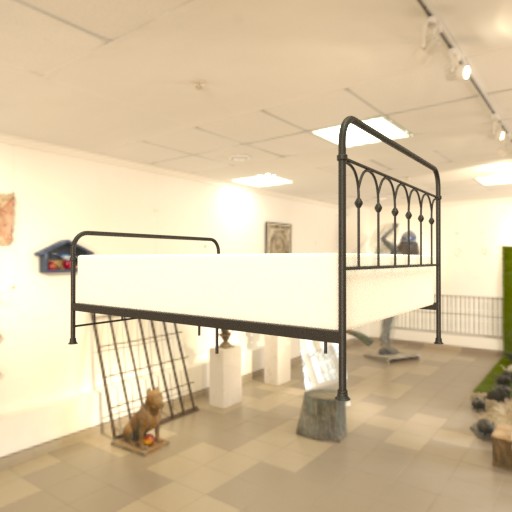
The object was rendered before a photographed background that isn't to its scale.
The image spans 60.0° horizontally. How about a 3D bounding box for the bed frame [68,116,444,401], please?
[{"bbox_3d":[0.000,0.000,3.234,2.203,1.276,1.664,0,0,37],"label":"bed frame"}]
